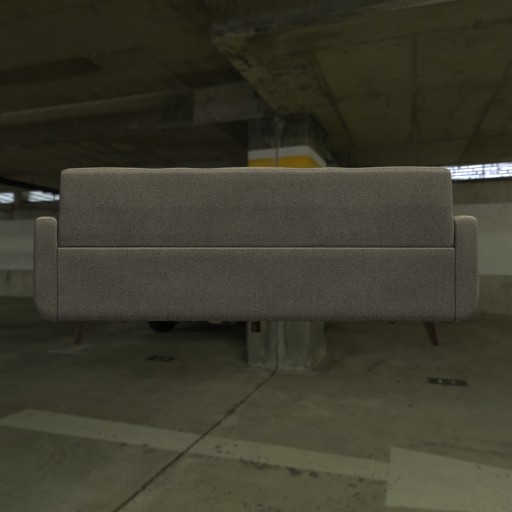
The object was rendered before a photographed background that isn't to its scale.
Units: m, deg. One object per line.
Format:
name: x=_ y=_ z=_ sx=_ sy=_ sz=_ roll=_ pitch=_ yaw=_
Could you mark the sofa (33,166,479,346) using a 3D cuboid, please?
sofa: x=0.000 y=0.000 z=2.457 sx=2.029 sy=0.841 sz=0.909 roll=0 pitch=0 yaw=1
